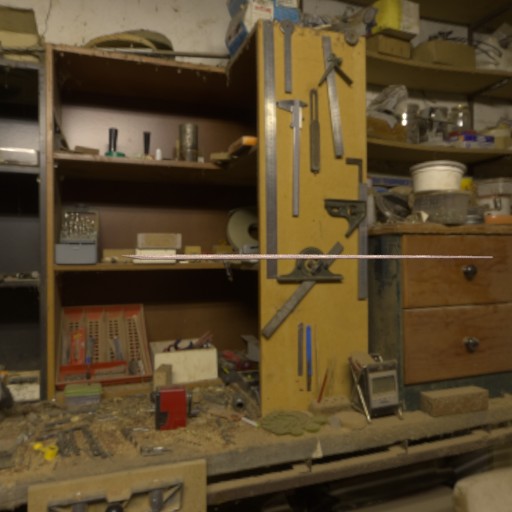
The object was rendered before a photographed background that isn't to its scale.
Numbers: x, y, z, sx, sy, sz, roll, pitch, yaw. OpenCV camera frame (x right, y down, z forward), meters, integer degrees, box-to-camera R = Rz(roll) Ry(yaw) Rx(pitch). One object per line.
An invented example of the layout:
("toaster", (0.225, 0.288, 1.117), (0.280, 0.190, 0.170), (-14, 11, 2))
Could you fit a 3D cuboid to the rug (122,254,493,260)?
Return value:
("rug", (0.000, 0.000, 4.264), (2.382, 0.018, 3.294), (0, 0, -19))
